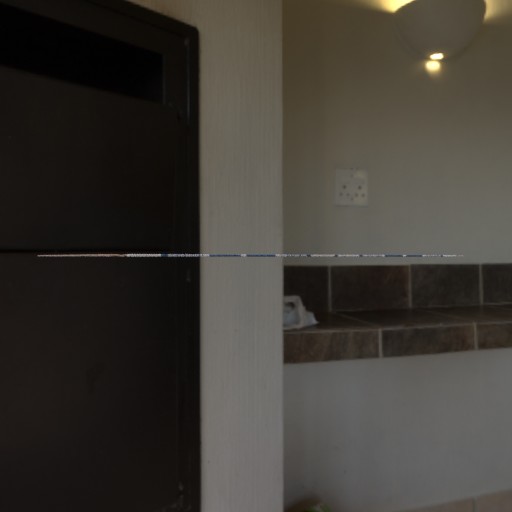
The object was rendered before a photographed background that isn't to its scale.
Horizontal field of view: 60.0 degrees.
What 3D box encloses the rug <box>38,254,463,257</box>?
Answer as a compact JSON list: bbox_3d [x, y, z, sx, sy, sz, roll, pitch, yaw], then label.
[{"bbox_3d":[0.000,0.000,2.986,2.441,0.010,1.532,0,0,-35],"label":"rug"}]
